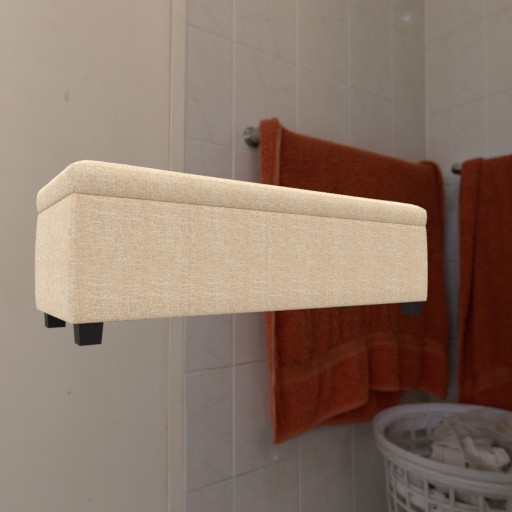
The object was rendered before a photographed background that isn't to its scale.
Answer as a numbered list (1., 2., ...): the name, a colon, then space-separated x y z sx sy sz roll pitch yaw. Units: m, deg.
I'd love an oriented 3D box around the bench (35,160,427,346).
1. bench: 0.000 0.000 1.417 1.219 0.406 0.432 1 -2 -35
